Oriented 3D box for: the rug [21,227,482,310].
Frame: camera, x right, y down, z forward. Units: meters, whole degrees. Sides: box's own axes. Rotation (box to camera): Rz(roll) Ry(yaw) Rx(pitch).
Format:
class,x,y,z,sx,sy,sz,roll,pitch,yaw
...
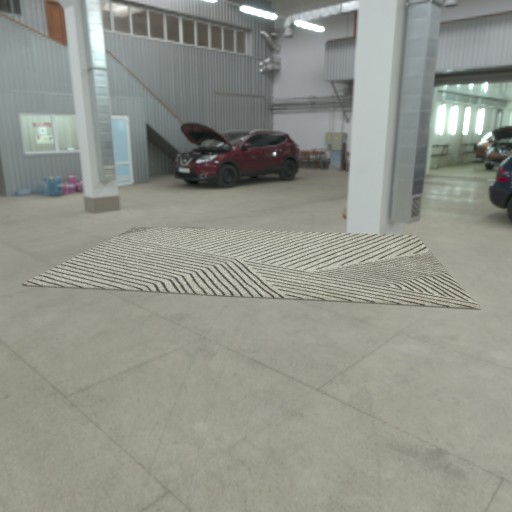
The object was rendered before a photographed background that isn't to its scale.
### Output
class,x,y,z,sx,sy,sz,roll,pitch,yaw
rug,0.000,0.000,3.009,2.406,0.023,1.539,2,16,8
